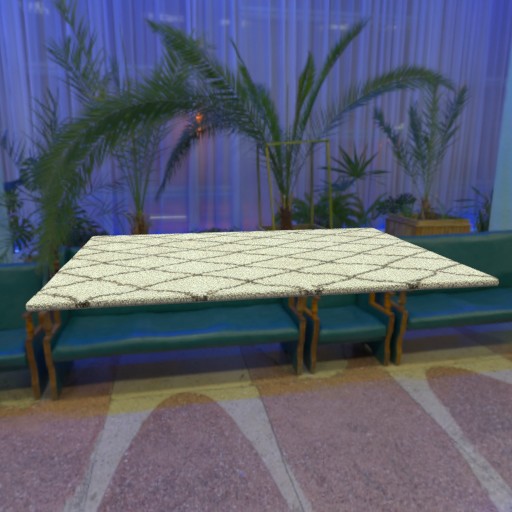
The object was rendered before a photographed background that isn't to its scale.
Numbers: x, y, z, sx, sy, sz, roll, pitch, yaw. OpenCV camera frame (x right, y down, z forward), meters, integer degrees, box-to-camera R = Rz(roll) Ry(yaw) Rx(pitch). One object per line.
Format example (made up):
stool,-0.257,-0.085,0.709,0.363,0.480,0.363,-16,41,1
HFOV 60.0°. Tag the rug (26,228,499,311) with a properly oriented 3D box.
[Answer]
rug,0.000,0.000,2.210,1.778,0.030,1.219,-2,14,-9
